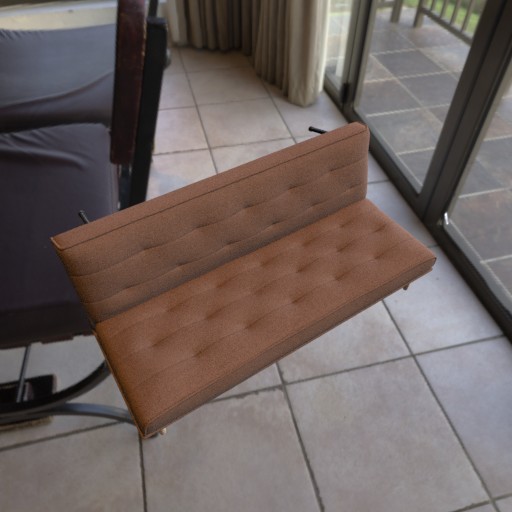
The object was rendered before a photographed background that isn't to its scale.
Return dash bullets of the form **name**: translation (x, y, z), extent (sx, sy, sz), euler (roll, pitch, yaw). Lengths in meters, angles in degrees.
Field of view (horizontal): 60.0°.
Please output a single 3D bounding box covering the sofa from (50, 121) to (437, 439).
- **sofa**: translation (0.000, 0.000, 2.409), extent (1.820, 0.810, 1.038), euler (-25, 53, -21)
